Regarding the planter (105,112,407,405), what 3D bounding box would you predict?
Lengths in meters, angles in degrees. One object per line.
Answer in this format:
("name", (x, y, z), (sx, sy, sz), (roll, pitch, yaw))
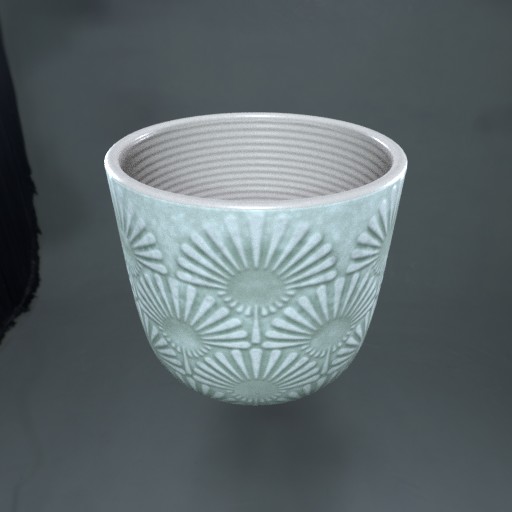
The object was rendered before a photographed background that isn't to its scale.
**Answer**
("planter", (0.000, 0.000, 0.216), (0.124, 0.109, 0.124), (0, 31, 0))
